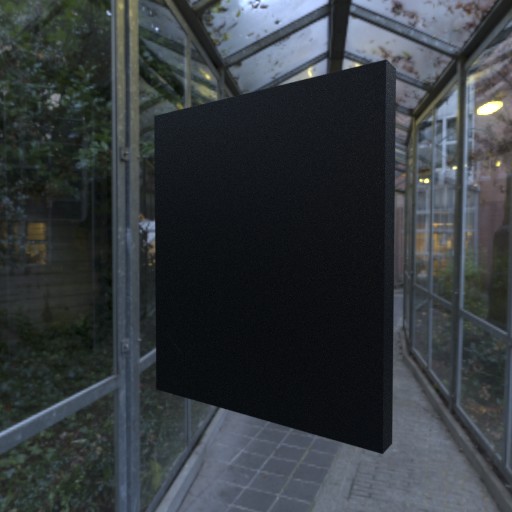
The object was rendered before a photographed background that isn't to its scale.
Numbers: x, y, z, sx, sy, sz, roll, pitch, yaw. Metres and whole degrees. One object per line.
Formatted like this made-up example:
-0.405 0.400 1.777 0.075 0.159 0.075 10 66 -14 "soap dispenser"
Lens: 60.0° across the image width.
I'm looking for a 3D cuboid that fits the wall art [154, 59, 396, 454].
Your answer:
0.000 0.000 0.533 0.325 0.380 0.028 1 2 36 "wall art"
